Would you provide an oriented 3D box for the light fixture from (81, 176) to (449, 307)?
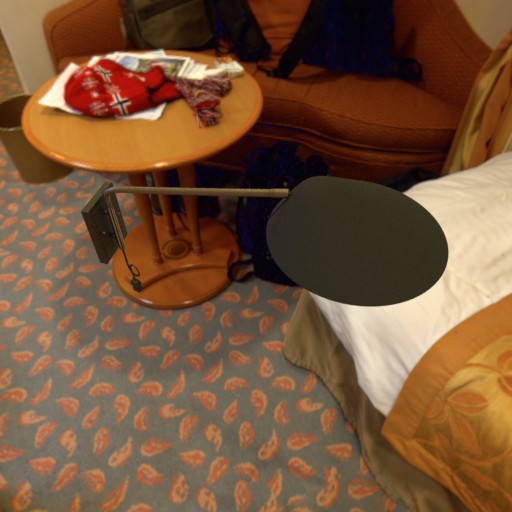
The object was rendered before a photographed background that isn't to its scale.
[{"bbox_3d":[0.000,0.000,0.679,0.516,0.312,0.240,11,48,10],"label":"light fixture"}]
